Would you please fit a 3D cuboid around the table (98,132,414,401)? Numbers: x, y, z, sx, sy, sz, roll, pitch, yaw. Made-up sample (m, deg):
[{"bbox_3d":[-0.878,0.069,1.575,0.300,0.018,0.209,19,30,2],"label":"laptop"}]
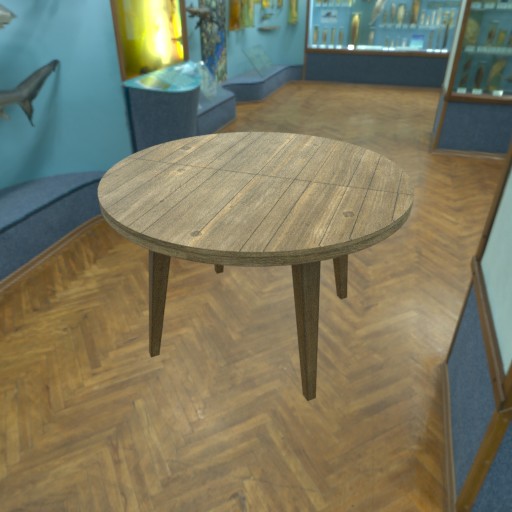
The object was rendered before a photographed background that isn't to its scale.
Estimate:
[{"bbox_3d":[0.000,0.000,1.972,1.213,0.764,1.213,0,31,0],"label":"table"}]
